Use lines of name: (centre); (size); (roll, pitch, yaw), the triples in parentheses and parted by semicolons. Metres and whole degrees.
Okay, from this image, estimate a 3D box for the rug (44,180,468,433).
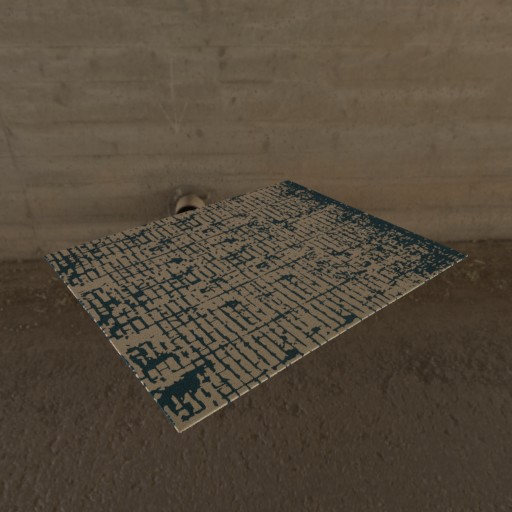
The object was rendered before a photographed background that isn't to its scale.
rug: (0.000, 0.000, 4.038); (3.017, 0.014, 2.416); (-22, 37, -33)
